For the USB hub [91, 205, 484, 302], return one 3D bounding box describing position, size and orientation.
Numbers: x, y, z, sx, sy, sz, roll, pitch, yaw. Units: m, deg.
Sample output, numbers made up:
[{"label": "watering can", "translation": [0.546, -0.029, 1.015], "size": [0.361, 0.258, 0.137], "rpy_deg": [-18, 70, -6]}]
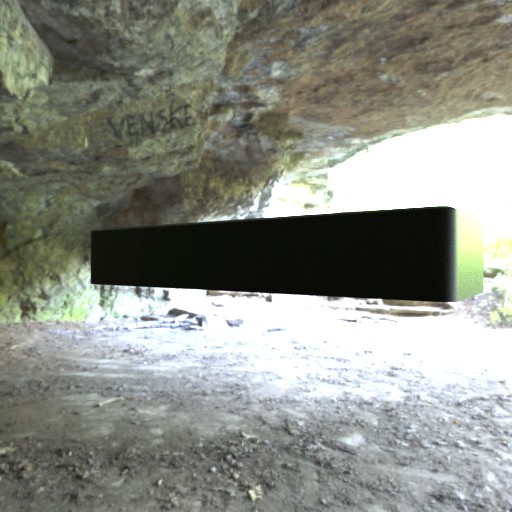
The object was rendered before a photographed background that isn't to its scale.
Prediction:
[{"label": "USB hub", "translation": [0.000, 0.000, 0.163], "size": [0.145, 0.023, 0.044], "rpy_deg": [0, -1, 36]}]
